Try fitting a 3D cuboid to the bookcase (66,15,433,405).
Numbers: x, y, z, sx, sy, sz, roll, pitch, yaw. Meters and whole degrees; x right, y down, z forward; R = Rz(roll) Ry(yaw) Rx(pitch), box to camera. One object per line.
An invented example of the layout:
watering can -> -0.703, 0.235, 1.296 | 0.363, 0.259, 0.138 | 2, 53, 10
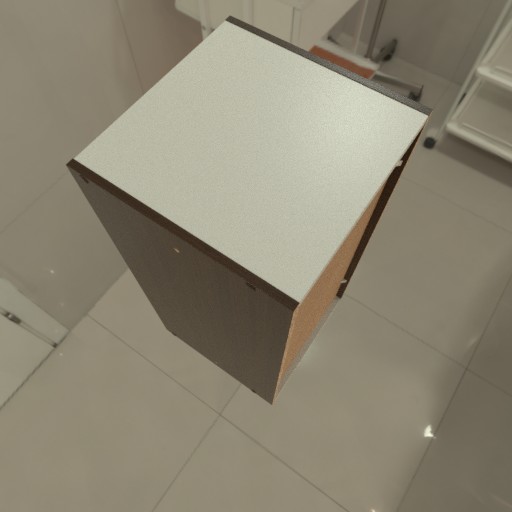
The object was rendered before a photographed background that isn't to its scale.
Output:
bookcase -> 0.000, 0.000, 0.761 | 0.290, 0.600, 0.300 | 32, 68, 15
